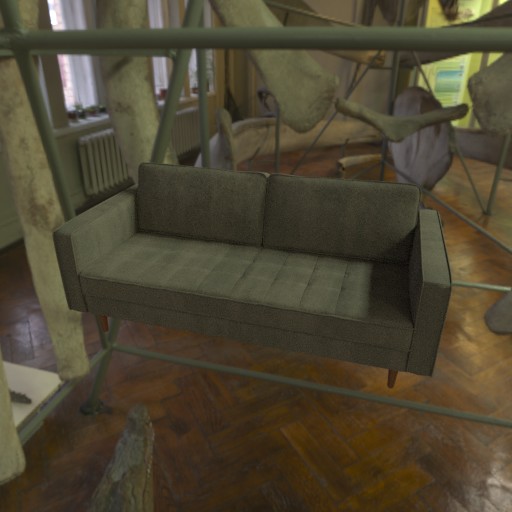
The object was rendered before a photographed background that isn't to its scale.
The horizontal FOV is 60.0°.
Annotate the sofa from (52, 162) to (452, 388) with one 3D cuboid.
[{"bbox_3d":[0.000,0.000,2.457,1.920,0.825,0.924,8,27,15],"label":"sofa"}]
